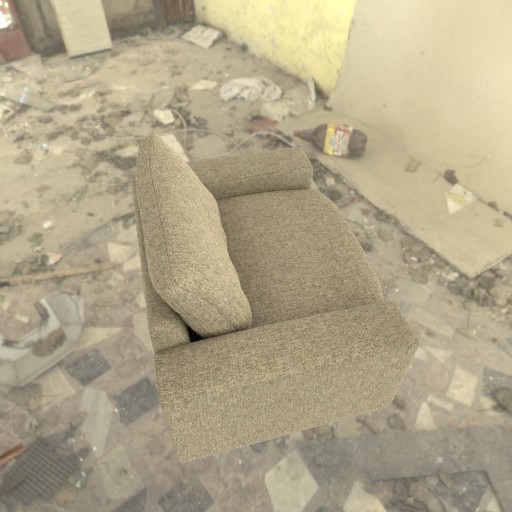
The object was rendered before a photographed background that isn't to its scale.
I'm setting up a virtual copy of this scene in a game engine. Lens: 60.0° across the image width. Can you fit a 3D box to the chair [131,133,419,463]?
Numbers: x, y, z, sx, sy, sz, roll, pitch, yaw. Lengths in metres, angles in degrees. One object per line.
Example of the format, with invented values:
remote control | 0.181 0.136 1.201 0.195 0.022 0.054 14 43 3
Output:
chair | 0.000 0.000 2.117 1.039 0.915 1.398 -11 47 -10
